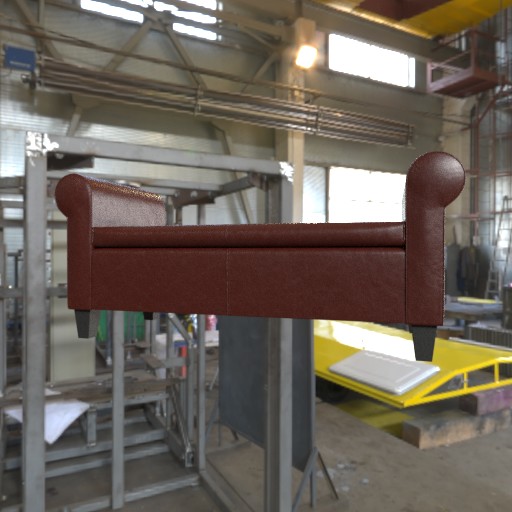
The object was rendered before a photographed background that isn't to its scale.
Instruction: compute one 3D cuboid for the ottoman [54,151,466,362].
[{"bbox_3d":[0.000,0.000,1.537,1.256,0.547,0.521,0,1,17],"label":"ottoman"}]
